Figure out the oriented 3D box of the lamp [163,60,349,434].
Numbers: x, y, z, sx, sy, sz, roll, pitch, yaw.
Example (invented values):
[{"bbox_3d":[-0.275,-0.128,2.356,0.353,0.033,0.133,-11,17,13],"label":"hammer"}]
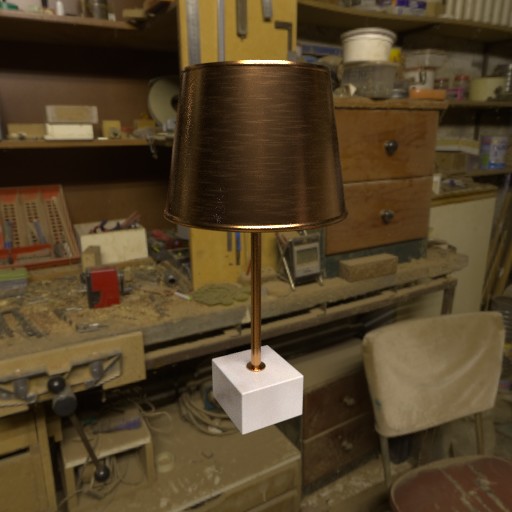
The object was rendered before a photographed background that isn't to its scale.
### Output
[{"bbox_3d":[0.000,0.000,0.524,0.208,0.406,0.208,0,16,0],"label":"lamp"}]
